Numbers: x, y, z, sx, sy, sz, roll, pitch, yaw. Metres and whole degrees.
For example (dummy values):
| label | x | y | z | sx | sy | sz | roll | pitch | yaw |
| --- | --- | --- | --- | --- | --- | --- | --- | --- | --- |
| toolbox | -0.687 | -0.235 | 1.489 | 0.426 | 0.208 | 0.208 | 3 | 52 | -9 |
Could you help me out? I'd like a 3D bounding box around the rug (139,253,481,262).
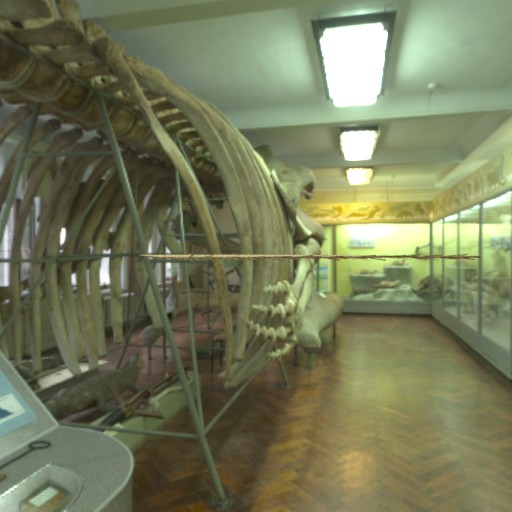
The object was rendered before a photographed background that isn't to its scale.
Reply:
| label | x | y | z | sx | sy | sz | roll | pitch | yaw |
| --- | --- | --- | --- | --- | --- | --- | --- | --- | --- |
| rug | 0.000 | 0.000 | 2.546 | 1.224 | 0.027 | 2.085 | 0 | 0 | -17 |
